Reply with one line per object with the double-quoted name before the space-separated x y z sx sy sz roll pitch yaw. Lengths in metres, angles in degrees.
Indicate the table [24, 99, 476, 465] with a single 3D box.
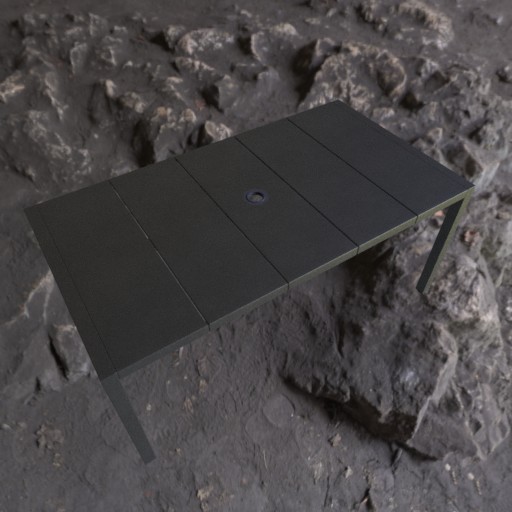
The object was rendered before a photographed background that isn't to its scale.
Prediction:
"table" 0.000 0.000 2.132 1.680 0.735 0.914 -25 52 -22
